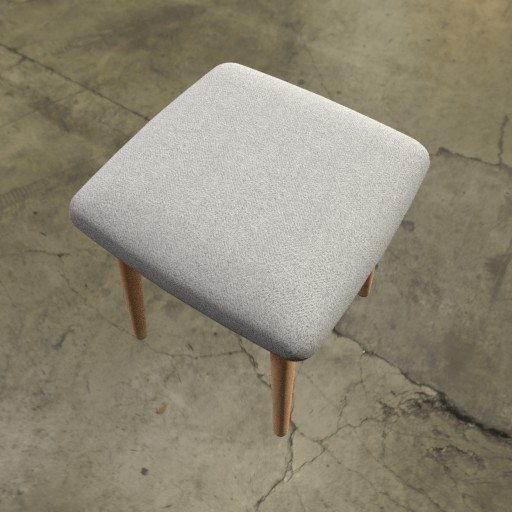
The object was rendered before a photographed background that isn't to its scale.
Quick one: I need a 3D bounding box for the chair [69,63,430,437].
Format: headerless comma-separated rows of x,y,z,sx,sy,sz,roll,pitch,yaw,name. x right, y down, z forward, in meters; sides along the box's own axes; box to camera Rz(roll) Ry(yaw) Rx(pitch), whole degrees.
0.000,0.000,0.699,0.350,0.440,0.350,30,64,16,chair
